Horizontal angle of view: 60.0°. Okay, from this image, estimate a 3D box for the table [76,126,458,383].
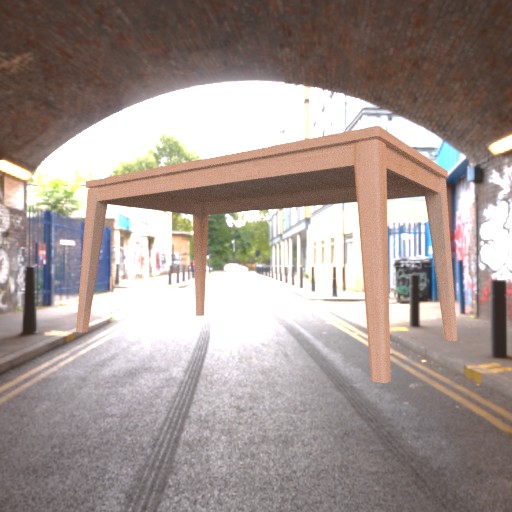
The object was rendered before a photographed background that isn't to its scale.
[{"bbox_3d":[0.000,0.000,2.117,1.600,0.760,0.900,-1,-1,37],"label":"table"}]
